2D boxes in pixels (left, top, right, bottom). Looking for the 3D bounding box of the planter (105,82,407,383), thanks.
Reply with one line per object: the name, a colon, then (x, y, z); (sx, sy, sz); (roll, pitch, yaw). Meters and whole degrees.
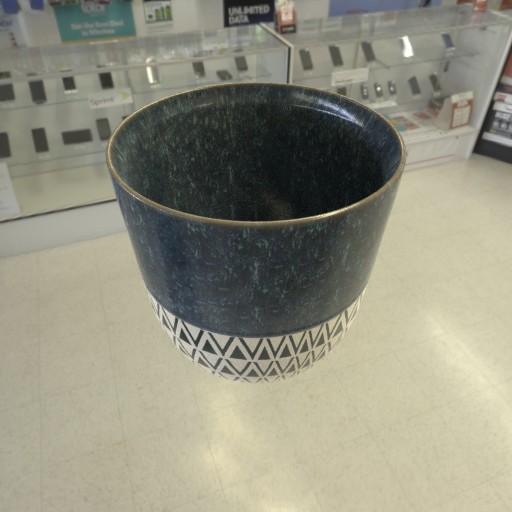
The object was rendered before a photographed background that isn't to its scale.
planter: (0.000, 0.000, 0.366); (0.195, 0.214, 0.195); (0, 42, 0)
